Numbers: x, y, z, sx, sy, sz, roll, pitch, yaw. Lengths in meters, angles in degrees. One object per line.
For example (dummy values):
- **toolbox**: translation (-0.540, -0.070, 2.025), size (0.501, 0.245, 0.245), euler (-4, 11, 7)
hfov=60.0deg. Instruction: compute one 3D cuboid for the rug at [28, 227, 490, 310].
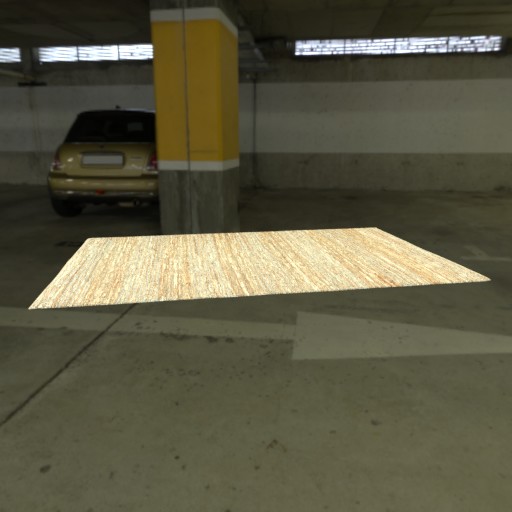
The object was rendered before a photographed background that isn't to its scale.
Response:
- **rug**: translation (0.000, 0.000, 3.002), size (2.446, 0.009, 1.529), euler (-3, 15, -10)
